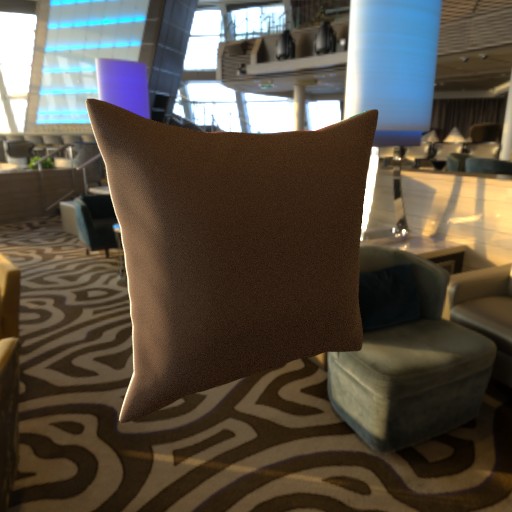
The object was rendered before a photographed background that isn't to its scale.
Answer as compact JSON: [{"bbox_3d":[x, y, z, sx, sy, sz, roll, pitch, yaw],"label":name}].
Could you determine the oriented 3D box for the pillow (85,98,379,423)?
[{"bbox_3d":[0.000,0.000,0.682,0.453,0.443,0.168,-8,17,-27],"label":"pillow"}]
